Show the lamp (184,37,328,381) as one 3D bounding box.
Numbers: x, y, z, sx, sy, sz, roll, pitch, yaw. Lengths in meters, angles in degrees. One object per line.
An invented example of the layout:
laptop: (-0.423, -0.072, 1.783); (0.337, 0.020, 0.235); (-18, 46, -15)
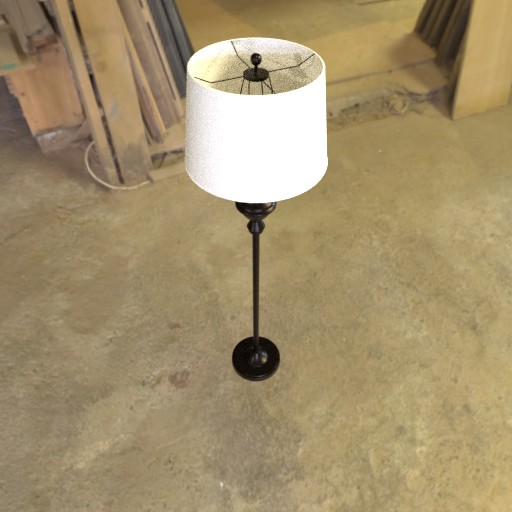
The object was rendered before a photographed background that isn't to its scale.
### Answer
lamp: (0.000, 0.000, 1.657); (0.431, 1.484, 0.431); (0, 46, 0)
